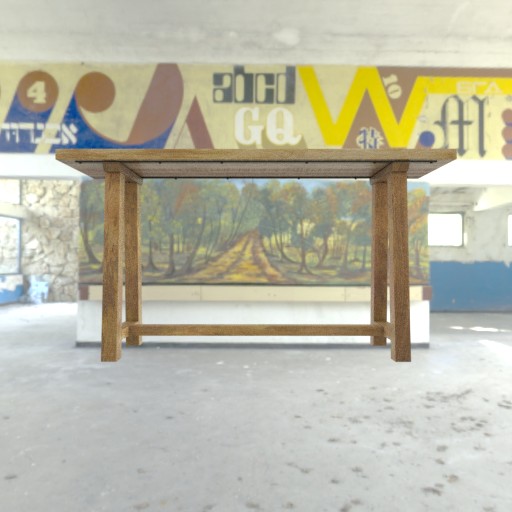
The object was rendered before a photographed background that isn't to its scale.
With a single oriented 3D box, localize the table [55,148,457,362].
[{"bbox_3d":[0.000,0.000,1.881,1.524,0.810,0.405,0,-1,0],"label":"table"}]
